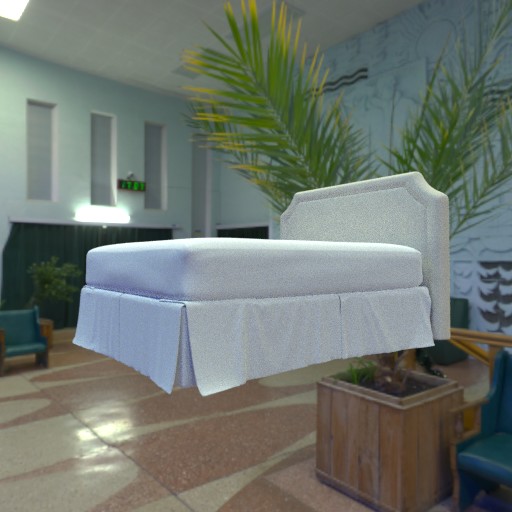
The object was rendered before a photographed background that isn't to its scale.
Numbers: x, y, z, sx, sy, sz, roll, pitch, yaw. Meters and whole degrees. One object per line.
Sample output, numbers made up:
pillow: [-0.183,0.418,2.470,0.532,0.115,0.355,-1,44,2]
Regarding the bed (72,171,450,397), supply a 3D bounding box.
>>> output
bed: [0.000,0.000,3.301,2.209,1.296,1.827,0,0,-37]
